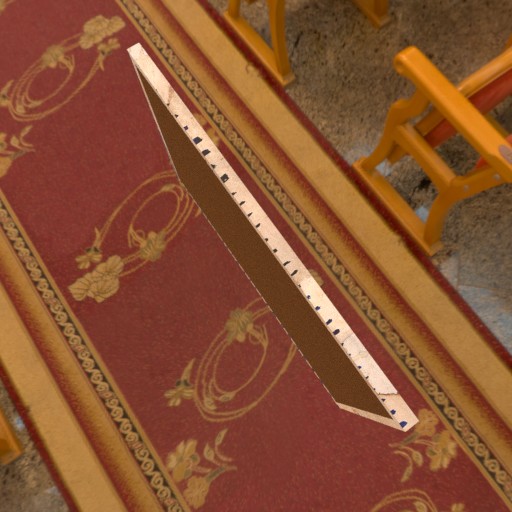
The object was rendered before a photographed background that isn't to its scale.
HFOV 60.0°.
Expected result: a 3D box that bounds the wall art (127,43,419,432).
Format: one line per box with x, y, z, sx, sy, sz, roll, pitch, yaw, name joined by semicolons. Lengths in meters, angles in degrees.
0.000;0.000;1.132;0.030;0.609;0.919;-34;77;-9;wall art
